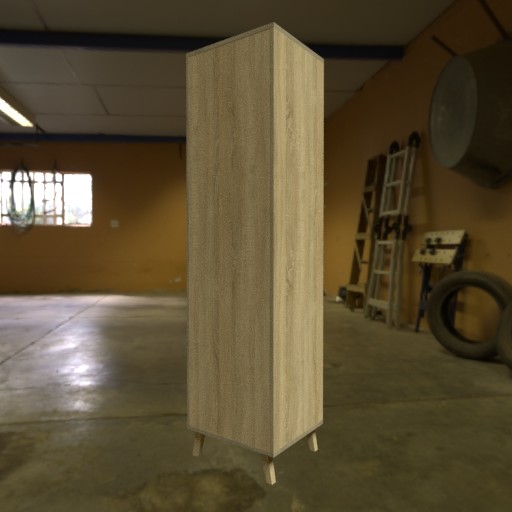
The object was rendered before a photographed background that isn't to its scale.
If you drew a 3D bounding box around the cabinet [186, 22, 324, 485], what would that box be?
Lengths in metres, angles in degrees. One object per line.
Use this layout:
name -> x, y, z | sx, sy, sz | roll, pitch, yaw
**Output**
cabinet -> 0.000, 0.000, 2.195 | 0.510, 1.960, 0.450 | 1, 1, 36
